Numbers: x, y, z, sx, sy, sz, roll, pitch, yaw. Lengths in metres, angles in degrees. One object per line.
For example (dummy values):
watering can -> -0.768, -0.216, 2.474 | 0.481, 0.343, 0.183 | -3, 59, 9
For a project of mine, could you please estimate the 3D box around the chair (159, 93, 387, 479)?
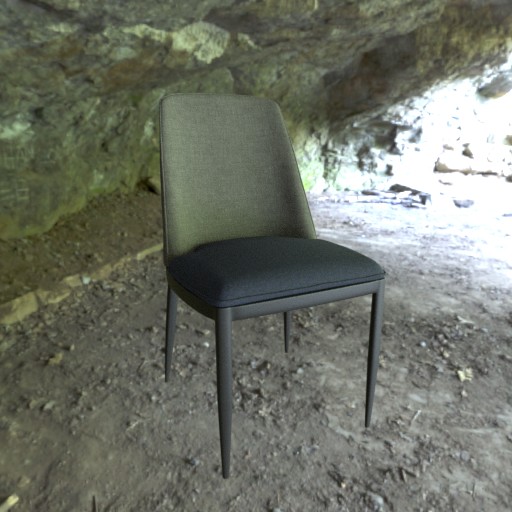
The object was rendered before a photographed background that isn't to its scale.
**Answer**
chair -> 0.000, 0.000, 1.184 | 0.488, 0.855, 0.550 | -8, 17, -25
